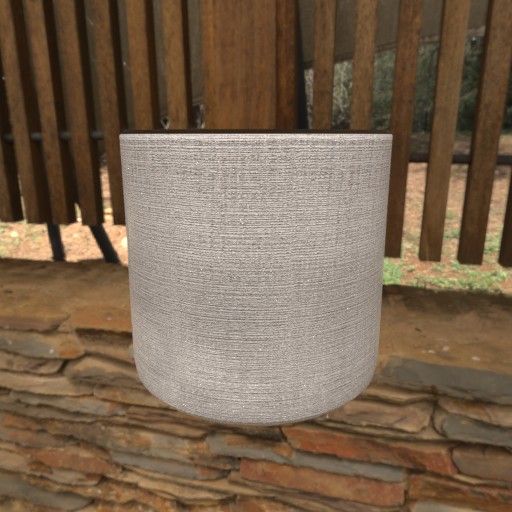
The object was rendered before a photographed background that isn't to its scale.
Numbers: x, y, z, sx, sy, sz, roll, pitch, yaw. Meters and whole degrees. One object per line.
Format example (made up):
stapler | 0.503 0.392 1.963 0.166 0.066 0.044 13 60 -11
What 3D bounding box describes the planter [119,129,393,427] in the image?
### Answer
planter | 0.000 0.000 0.286 0.160 0.156 0.160 0 15 0
